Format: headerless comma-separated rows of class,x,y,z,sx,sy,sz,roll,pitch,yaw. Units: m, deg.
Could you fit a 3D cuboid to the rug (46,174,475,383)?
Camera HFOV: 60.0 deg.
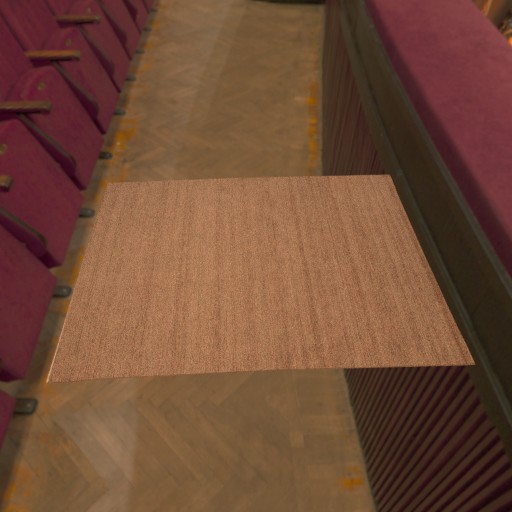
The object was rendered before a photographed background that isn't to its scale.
rug,0.000,0.000,4.877,3.778,0.053,2.873,-2,46,-2
